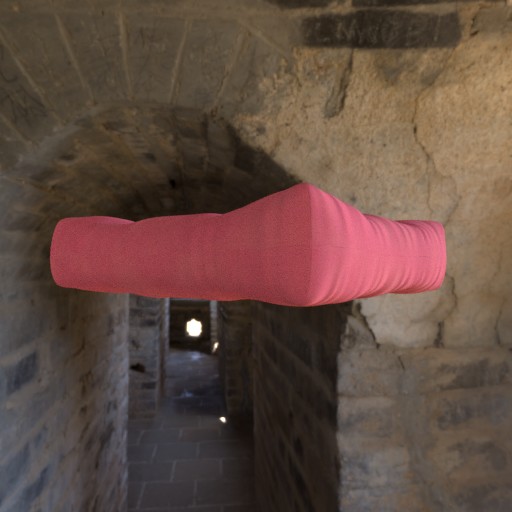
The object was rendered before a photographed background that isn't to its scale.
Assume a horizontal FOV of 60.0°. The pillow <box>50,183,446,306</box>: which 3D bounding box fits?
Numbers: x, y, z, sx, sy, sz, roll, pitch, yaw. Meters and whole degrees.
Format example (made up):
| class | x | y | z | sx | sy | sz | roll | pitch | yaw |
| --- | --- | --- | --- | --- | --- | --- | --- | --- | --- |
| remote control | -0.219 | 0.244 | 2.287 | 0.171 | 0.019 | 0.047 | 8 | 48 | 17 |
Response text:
| class | x | y | z | sx | sy | sz | roll | pitch | yaw |
| --- | --- | --- | --- | --- | --- | --- | --- | --- | --- |
| pillow | 0.000 | 0.000 | 0.726 | 0.490 | 0.128 | 0.468 | -1 | -2 | 37 |
